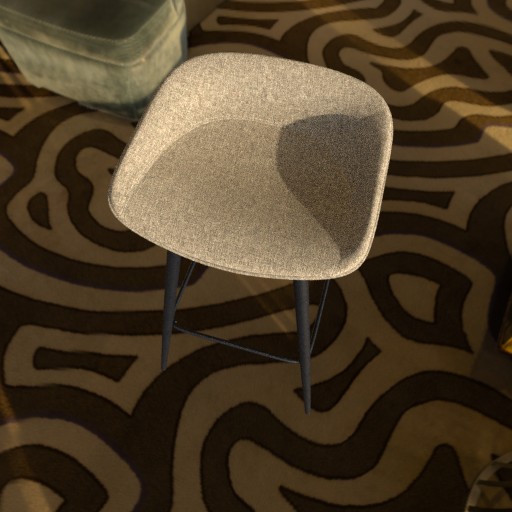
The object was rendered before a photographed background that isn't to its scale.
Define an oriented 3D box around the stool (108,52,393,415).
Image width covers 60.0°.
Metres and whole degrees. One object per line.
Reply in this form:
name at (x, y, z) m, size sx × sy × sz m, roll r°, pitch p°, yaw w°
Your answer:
stool at (0.000, 0.000, 1.090) m, size 0.469 × 0.814 × 0.480 m, roll 14°, pitch 60°, yaw 8°
